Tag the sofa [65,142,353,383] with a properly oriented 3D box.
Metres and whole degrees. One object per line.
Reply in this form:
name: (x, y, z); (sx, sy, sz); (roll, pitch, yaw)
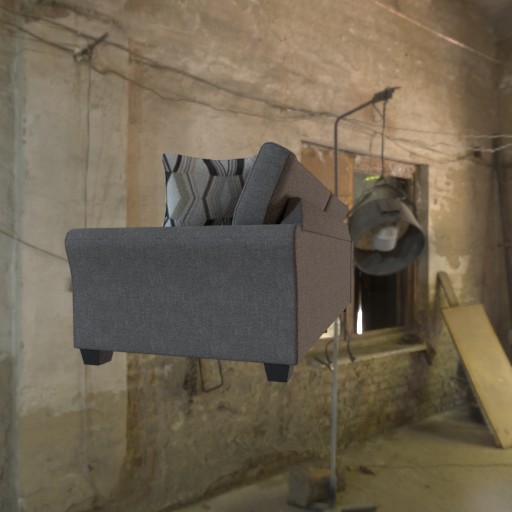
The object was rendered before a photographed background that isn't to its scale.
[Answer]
sofa: (0.000, 0.000, 2.471); (0.889, 0.813, 2.032); (0, 1, 17)
